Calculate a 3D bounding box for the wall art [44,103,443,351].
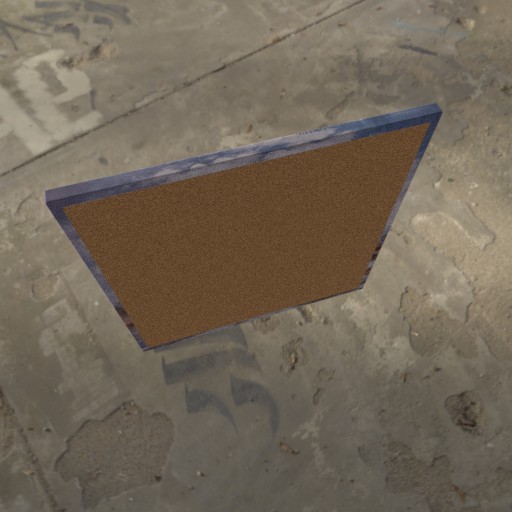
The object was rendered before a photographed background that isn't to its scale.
[{"bbox_3d":[0.000,0.000,1.338,0.888,0.897,0.035,-15,60,-9],"label":"wall art"}]
